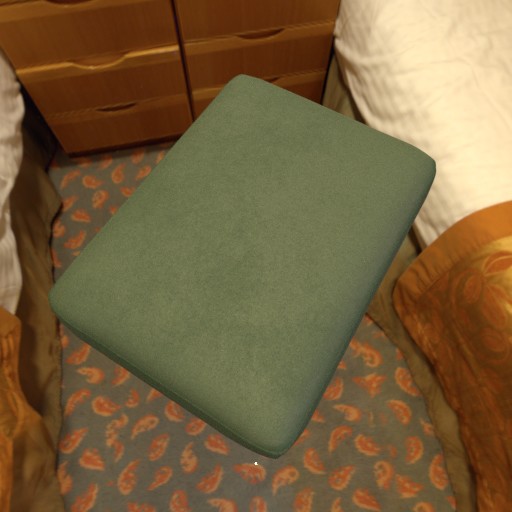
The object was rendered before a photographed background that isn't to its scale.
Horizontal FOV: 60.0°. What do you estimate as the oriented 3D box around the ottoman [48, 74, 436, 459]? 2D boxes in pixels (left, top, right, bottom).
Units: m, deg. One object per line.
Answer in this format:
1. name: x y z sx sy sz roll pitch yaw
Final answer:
1. ottoman: 0.000 0.000 1.147 0.608 0.449 0.811 29 68 13
